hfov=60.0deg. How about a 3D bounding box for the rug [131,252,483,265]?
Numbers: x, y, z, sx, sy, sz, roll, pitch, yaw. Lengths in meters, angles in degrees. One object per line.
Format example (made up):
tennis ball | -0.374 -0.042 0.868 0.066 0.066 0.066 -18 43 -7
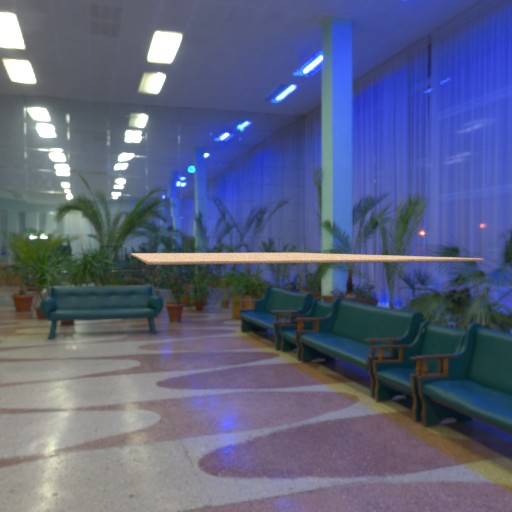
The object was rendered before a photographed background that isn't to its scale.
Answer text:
rug | 0.000 0.000 3.047 1.609 0.015 2.390 0 1 -17
